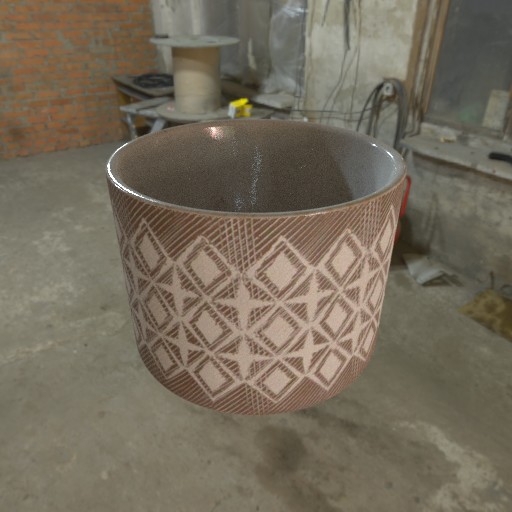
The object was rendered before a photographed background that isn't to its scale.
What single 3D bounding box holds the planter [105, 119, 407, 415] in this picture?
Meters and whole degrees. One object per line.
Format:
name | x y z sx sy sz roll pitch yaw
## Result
planter | 0.000 0.000 0.220 0.126 0.104 0.126 0 31 0
